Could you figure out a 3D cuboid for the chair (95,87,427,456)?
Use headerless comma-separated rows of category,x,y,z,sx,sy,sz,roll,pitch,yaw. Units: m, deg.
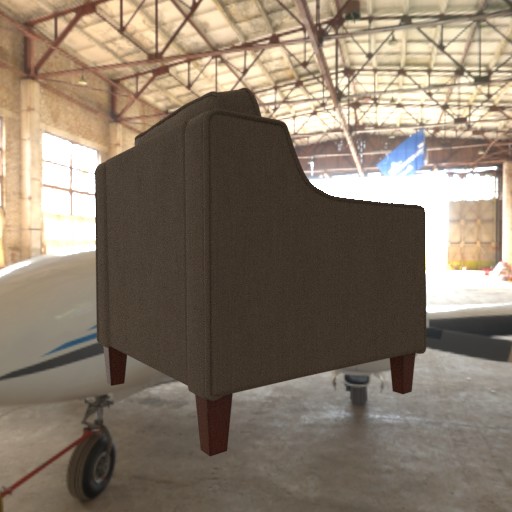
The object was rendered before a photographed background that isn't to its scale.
chair,0.000,0.000,1.618,0.909,0.960,0.831,0,1,-37
